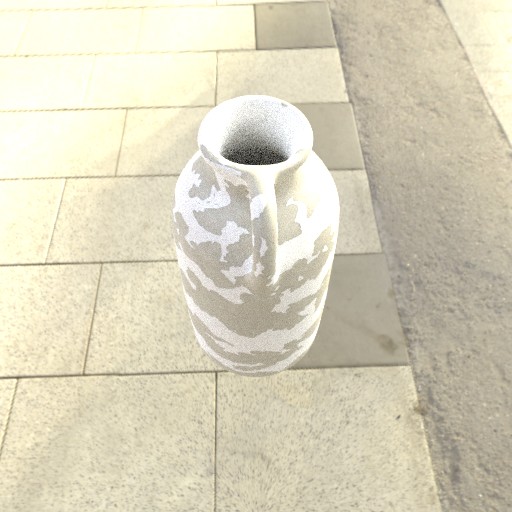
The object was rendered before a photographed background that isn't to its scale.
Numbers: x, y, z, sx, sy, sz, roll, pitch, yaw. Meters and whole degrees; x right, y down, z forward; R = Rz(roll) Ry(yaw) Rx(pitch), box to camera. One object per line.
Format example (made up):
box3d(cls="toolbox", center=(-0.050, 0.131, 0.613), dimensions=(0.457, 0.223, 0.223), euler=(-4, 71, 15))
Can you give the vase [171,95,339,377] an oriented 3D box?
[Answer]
box3d(cls="vase", center=(0.000, 0.000, 0.497), dimensions=(0.186, 0.382, 0.203), euler=(-3, 59, -2))
